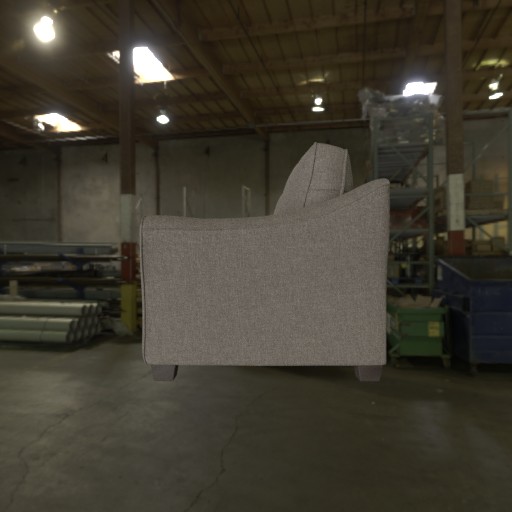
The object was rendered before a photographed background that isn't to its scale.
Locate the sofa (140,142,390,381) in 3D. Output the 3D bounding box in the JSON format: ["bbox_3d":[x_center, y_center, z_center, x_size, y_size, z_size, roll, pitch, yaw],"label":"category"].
[{"bbox_3d":[0.000,0.000,2.749,1.013,0.976,2.203,0,0,0],"label":"sofa"}]
